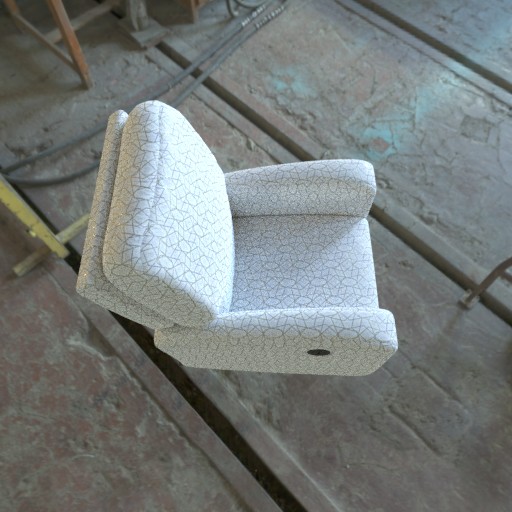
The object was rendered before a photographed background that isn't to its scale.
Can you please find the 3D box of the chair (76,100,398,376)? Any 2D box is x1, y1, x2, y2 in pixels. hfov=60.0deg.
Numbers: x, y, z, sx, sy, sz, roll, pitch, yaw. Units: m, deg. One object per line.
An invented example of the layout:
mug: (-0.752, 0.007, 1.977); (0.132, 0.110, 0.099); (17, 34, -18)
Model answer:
chair: (0.000, 0.000, 1.737); (0.995, 1.064, 0.796); (0, 64, 0)
